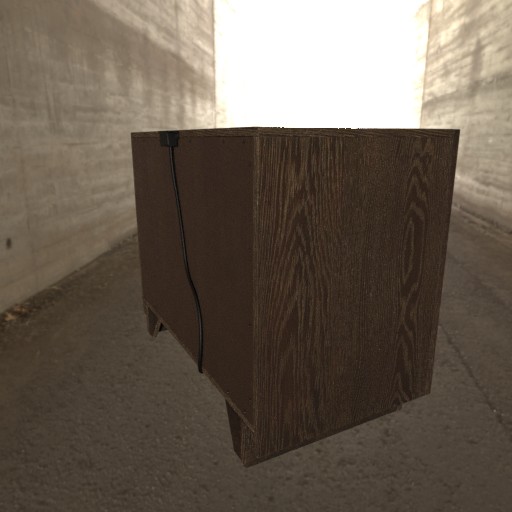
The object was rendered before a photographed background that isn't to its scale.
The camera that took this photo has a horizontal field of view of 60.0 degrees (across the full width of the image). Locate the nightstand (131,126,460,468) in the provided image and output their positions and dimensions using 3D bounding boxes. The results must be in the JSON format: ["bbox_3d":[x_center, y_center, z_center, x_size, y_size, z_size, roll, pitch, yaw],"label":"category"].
[{"bbox_3d":[0.000,0.000,1.128,0.457,0.612,0.775,-8,17,-27],"label":"nightstand"}]
